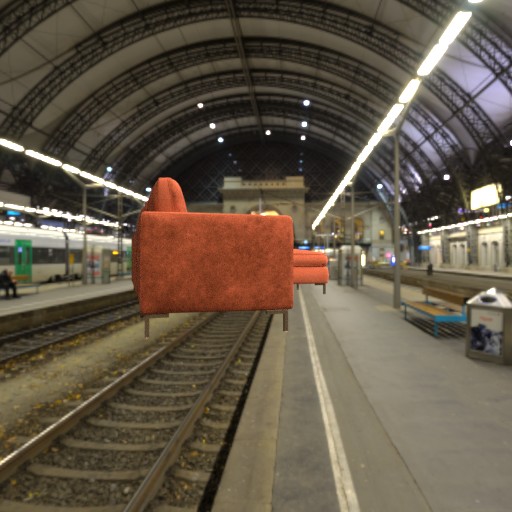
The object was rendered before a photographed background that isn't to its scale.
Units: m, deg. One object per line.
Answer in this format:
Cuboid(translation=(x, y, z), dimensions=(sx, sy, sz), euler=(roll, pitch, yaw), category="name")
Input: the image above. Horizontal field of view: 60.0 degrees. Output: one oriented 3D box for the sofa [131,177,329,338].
Cuboid(translation=(0.000, 0.000, 3.530), dimensions=(1.879, 0.757, 2.736), euler=(0, 0, -17), category="sofa")
